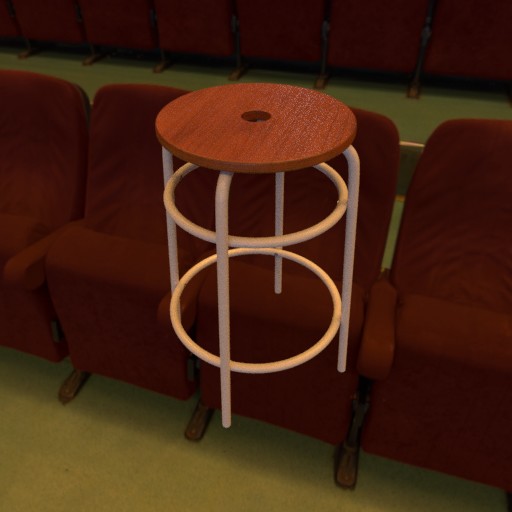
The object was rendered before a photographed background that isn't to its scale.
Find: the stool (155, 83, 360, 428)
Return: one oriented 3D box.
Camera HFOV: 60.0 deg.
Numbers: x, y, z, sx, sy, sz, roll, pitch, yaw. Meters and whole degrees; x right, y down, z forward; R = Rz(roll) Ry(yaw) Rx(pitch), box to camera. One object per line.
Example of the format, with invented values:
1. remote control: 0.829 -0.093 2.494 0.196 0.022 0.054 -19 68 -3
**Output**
1. stool: 0.000 0.000 0.938 0.455 0.610 0.455 11 41 13
